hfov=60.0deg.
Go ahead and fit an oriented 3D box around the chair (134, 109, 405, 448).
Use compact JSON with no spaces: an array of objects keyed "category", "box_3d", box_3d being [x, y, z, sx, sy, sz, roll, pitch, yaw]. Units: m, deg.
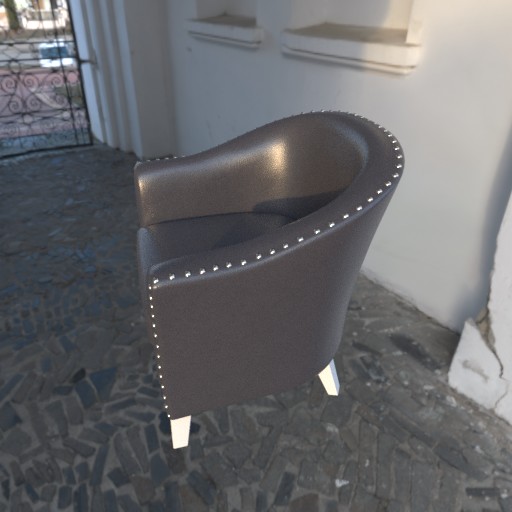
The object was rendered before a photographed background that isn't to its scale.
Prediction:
[{"category":"chair","box_3d":[0.000,0.000,1.443,0.748,0.823,0.794,-8,32,-13]}]
